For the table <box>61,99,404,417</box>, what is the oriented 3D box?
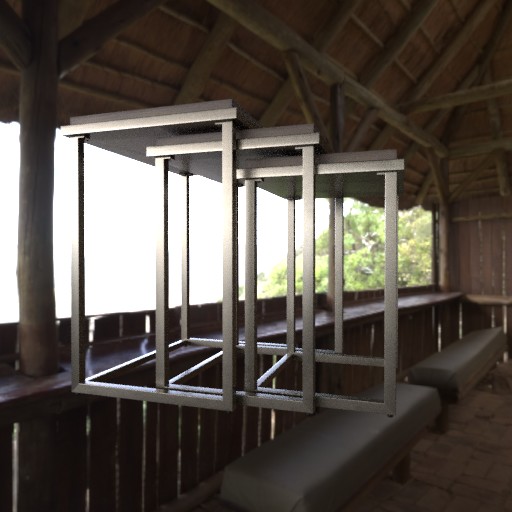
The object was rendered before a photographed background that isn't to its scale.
[{"bbox_3d":[0.000,0.000,1.118,0.706,0.610,0.559,0,1,18],"label":"table"}]
